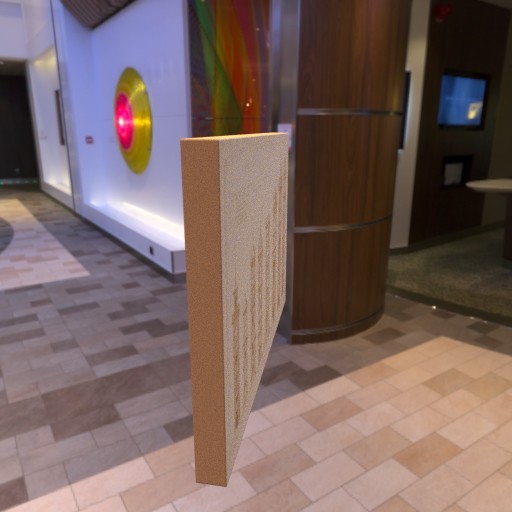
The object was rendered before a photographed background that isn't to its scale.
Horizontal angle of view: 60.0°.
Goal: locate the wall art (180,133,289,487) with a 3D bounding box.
[{"bbox_3d":[0.000,0.000,0.772,0.039,0.407,0.609,3,16,10],"label":"wall art"}]
